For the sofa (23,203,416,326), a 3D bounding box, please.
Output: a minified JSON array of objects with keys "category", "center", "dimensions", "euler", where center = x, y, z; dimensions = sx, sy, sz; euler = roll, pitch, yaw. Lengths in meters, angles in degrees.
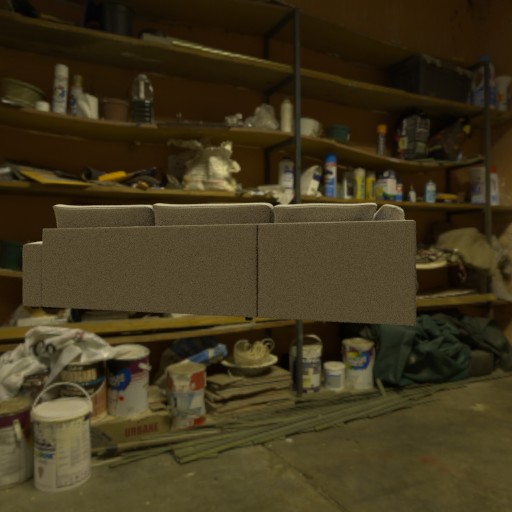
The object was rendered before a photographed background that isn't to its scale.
[{"category":"sofa","center":[0.000,0.000,4.740],"dimensions":[3.206,0.918,3.066],"euler":[0,0,19]}]
